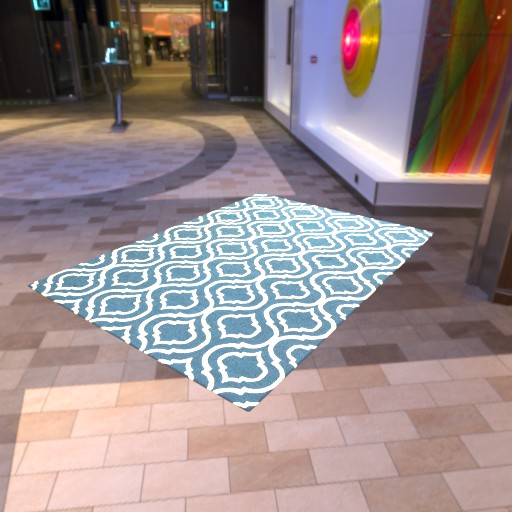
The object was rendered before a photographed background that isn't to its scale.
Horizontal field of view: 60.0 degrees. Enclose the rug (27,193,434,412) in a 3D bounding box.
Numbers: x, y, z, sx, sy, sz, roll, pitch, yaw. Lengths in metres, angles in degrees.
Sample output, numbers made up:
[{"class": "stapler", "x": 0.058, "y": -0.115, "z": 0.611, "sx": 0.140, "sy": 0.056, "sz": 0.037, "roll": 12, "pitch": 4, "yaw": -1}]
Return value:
[{"class": "rug", "x": 0.000, "y": 0.000, "z": 4.377, "sx": 2.438, "sy": 0.010, "sz": 3.353, "roll": 18, "pitch": 31, "yaw": 33}]
